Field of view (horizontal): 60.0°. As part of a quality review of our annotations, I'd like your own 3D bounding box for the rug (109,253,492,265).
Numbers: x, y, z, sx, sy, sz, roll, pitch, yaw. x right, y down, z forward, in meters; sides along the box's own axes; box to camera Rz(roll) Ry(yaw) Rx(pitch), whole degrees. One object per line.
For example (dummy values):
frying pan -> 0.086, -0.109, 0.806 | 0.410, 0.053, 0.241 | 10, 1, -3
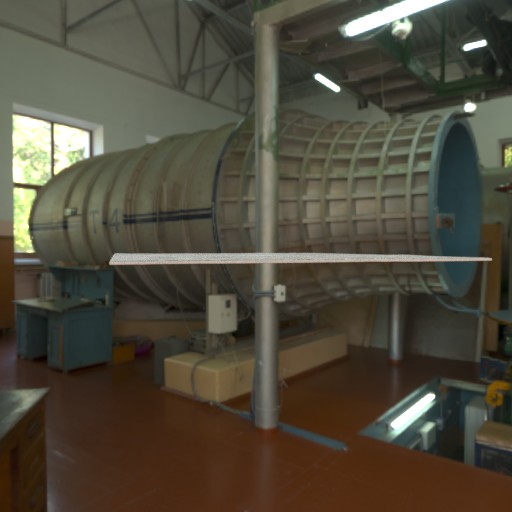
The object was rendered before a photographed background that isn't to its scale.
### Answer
rug -> 0.000, 0.000, 0.890 | 0.548, 0.006, 0.639 | 0, 1, -17
